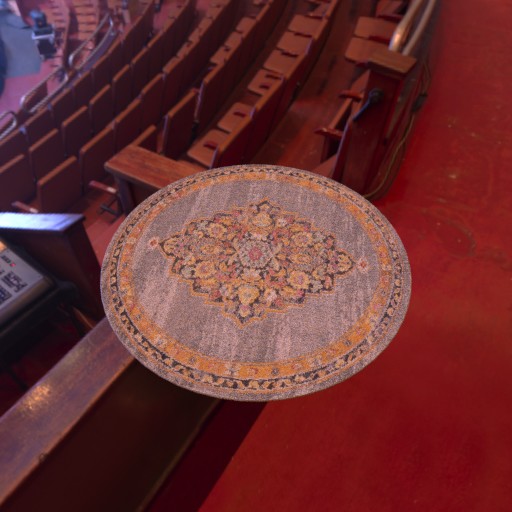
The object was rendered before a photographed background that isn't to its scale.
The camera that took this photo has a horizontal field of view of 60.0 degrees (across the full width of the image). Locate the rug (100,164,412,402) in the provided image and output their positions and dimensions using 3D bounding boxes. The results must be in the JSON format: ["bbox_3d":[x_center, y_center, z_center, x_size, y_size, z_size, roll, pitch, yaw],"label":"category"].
[{"bbox_3d":[0.000,0.000,3.485,2.382,0.014,2.382,0,48,0],"label":"rug"}]
